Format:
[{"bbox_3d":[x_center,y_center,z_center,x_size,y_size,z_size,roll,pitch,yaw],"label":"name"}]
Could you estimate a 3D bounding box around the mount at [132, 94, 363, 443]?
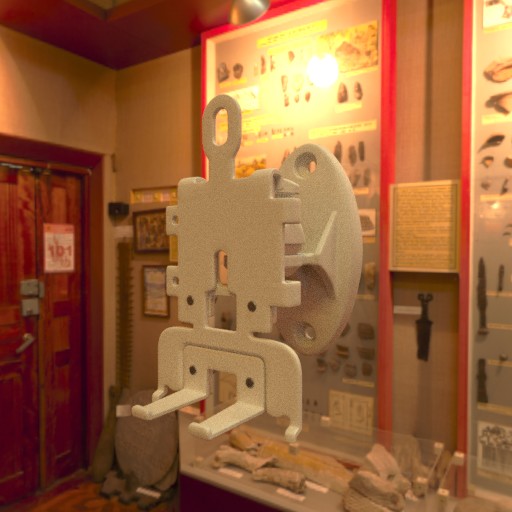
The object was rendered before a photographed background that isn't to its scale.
[{"bbox_3d":[0.000,0.000,0.181,0.066,0.118,0.100,1,2,35],"label":"mount"}]
